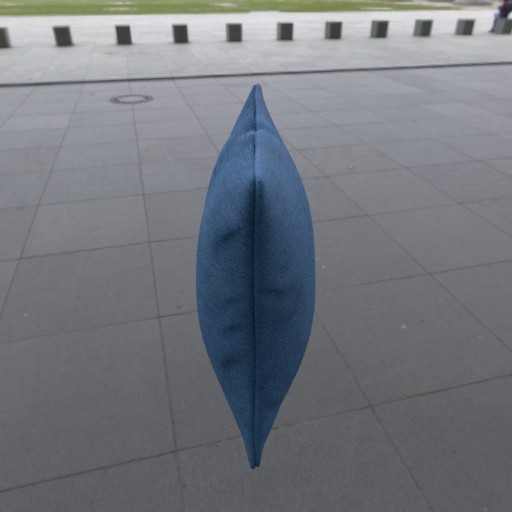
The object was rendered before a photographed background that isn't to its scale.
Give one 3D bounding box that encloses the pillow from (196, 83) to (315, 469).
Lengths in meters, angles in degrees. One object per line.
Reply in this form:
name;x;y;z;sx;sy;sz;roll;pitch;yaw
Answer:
pillow;0.000;0.000;0.672;0.177;0.420;0.437;0;31;0
